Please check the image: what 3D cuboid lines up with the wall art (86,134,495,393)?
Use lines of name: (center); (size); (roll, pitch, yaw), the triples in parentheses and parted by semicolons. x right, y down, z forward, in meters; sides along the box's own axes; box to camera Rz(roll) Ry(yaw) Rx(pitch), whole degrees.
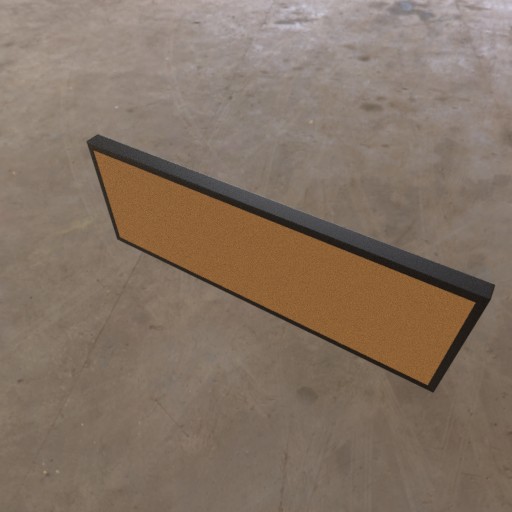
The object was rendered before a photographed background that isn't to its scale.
wall art: (0.000, 0.000, 0.951); (0.860, 0.303, 0.037); (24, 51, 21)
